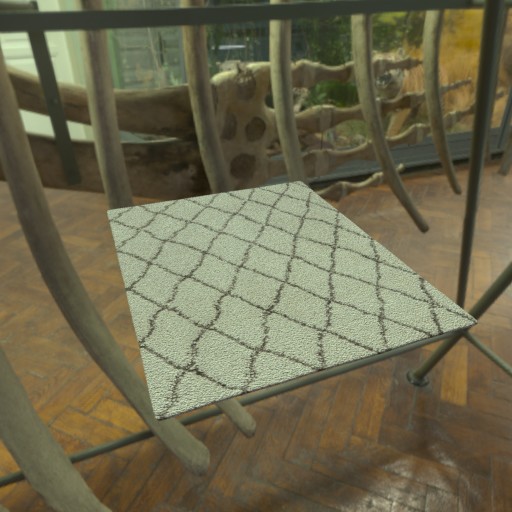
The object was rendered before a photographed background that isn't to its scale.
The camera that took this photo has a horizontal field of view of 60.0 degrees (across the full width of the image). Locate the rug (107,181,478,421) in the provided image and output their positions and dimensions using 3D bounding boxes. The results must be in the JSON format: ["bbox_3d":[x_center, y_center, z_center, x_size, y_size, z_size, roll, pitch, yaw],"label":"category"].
[{"bbox_3d":[0.000,0.000,4.179,2.438,0.029,3.047,-11,33,-18],"label":"rug"}]
